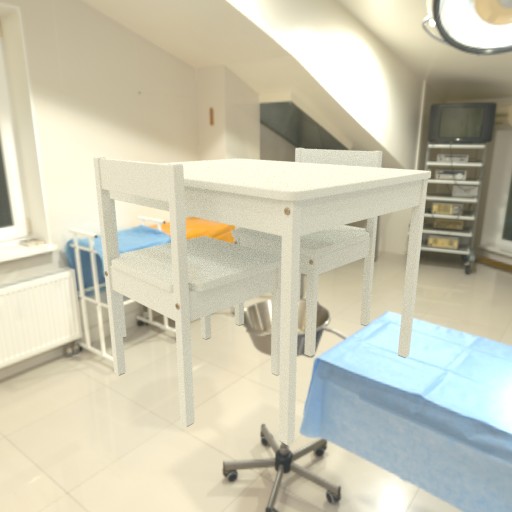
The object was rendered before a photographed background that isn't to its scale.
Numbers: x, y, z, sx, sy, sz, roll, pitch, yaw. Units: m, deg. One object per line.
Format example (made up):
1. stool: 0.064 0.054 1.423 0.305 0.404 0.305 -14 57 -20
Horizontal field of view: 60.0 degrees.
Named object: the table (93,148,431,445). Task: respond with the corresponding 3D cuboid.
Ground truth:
1. table: 0.000 0.000 1.117 0.650 0.503 0.672 15 22 43
